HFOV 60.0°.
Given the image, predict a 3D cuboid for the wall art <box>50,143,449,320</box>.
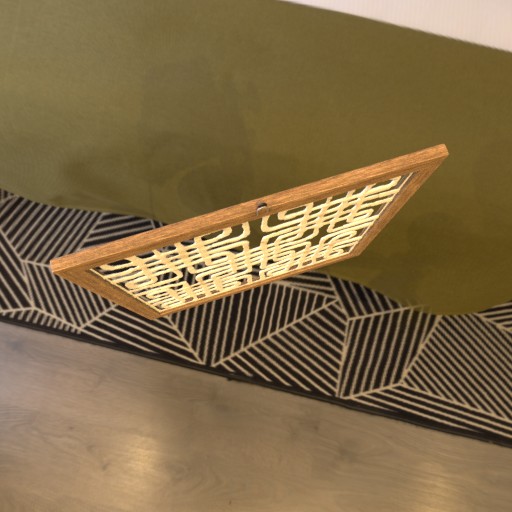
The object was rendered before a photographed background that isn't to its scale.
[{"bbox_3d":[0.000,0.000,0.860,0.561,0.582,0.021,-17,76,-4],"label":"wall art"}]
